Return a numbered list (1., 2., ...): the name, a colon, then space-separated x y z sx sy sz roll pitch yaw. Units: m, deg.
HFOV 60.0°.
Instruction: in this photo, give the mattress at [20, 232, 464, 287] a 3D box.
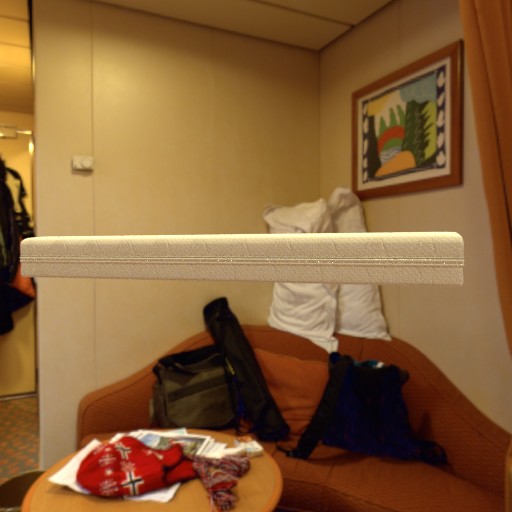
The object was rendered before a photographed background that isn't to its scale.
1. mattress: 0.000 0.000 2.537 2.000 0.200 1.400 0 1 18
